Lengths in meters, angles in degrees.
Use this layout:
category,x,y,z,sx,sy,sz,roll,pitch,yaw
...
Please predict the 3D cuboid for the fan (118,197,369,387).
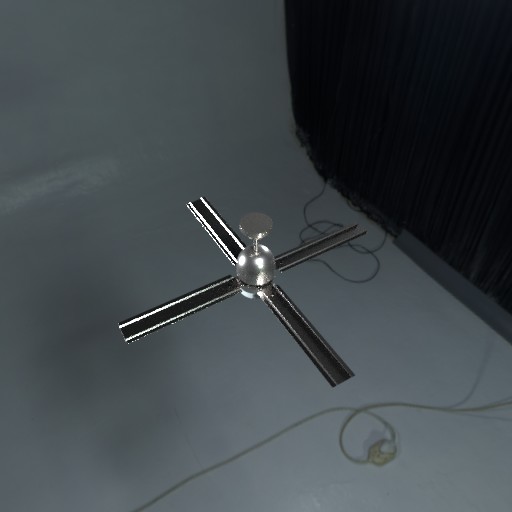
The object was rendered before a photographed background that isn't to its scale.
category,x,y,z,sx,sy,sz,roll,pitch,yaw
fan,0.000,0.000,2.065,1.346,0.406,1.346,-24,50,-22
